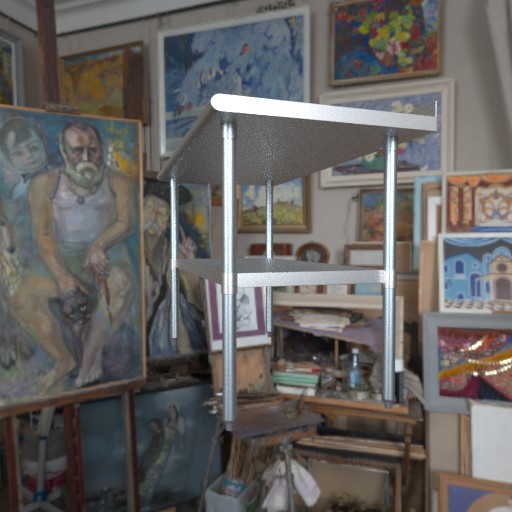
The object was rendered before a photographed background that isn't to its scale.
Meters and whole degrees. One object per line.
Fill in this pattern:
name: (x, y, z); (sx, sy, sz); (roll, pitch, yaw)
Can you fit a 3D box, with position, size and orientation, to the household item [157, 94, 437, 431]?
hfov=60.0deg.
household item: (0.000, 0.000, 1.671); (0.610, 0.851, 1.219); (-1, 2, -18)
